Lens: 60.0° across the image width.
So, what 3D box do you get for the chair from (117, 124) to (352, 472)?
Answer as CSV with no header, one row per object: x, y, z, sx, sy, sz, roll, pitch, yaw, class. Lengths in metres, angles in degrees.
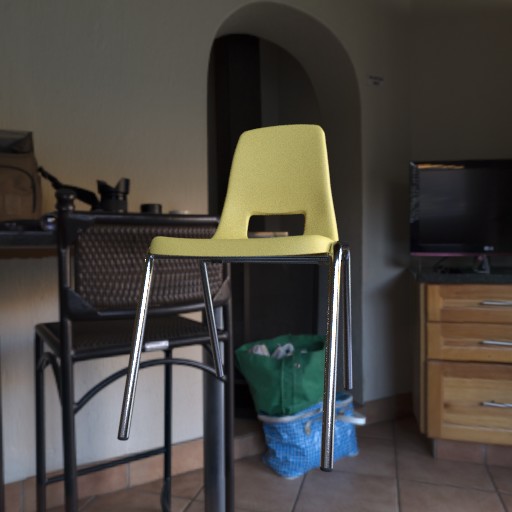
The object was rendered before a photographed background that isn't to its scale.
0.000,0.000,0.925,0.381,0.653,0.436,0,1,18,chair
